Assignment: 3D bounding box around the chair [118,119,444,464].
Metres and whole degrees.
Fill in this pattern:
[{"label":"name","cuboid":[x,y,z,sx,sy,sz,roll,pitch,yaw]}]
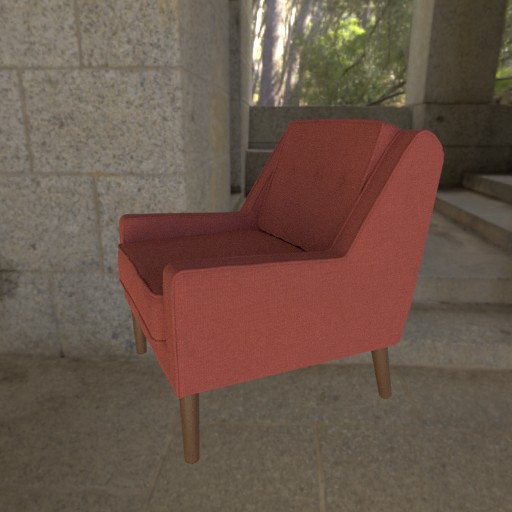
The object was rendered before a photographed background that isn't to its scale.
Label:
[{"label":"chair","cuboid":[0.000,0.000,1.372,0.770,0.812,0.680,-8,18,-24]}]
